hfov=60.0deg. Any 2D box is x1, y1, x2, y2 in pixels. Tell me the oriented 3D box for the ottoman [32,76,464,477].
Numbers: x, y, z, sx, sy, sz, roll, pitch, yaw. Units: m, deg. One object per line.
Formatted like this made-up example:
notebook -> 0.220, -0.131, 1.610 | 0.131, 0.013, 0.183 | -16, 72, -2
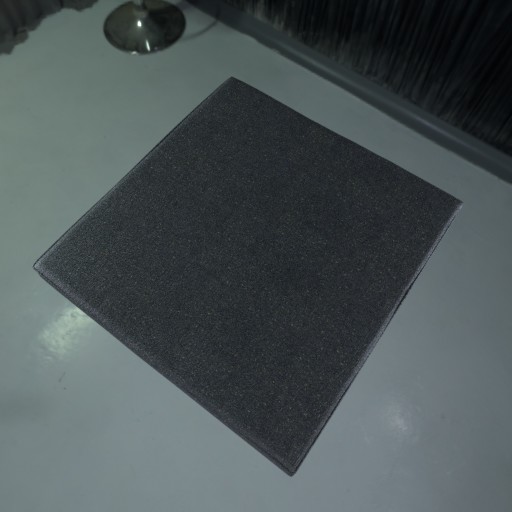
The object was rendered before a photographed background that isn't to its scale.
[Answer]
ottoman -> 0.000, 0.000, 1.540 | 0.968, 0.382, 1.004 | 34, 69, 15
